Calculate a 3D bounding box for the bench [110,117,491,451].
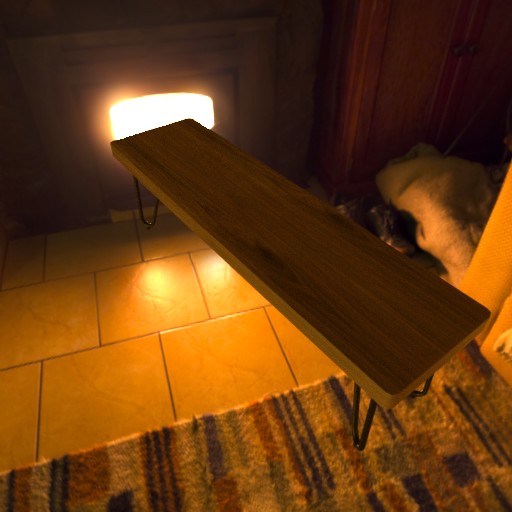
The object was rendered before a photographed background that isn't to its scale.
[{"bbox_3d":[0.000,0.000,1.720,0.425,0.462,1.570,-27,48,-27],"label":"bench"}]
